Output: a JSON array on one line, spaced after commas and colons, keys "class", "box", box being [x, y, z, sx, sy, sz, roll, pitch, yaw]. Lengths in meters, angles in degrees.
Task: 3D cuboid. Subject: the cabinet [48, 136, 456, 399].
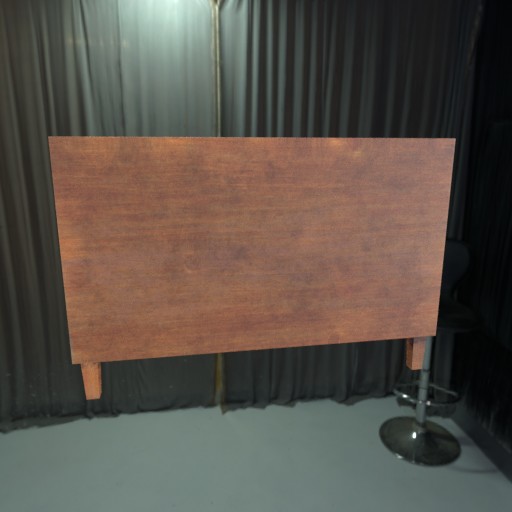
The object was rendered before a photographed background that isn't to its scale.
[{"class": "cabinet", "box": [0.000, 0.000, 1.578, 1.204, 0.805, 0.403, -2, 14, -10]}]
